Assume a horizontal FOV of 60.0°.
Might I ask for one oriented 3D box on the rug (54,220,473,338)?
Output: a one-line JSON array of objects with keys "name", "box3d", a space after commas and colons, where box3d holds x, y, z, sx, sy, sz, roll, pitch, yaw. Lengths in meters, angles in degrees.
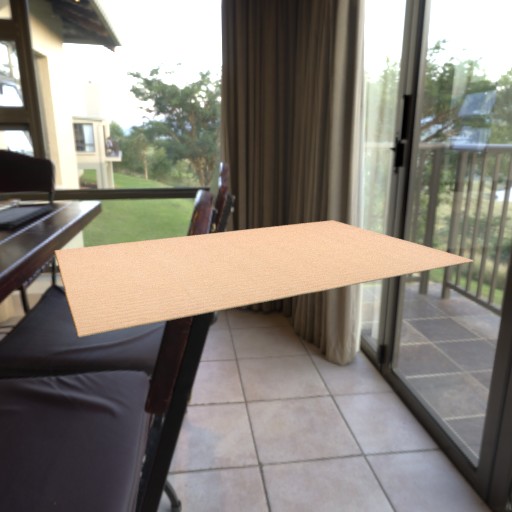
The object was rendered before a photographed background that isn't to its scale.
[{"name": "rug", "box3d": [0.000, 0.000, 3.022, 2.441, 0.014, 1.531, -8, 18, -26]}]
